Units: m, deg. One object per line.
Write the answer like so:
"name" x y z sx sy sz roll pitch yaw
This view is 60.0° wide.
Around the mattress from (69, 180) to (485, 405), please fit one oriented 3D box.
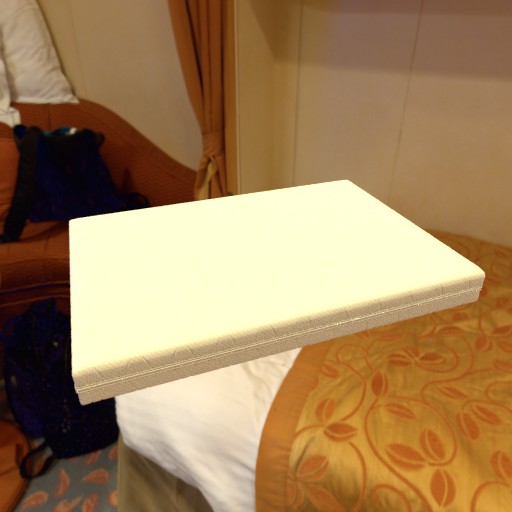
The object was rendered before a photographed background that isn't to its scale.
"mattress" 0.000 0.000 2.559 2.000 0.200 1.400 -11 32 -17
